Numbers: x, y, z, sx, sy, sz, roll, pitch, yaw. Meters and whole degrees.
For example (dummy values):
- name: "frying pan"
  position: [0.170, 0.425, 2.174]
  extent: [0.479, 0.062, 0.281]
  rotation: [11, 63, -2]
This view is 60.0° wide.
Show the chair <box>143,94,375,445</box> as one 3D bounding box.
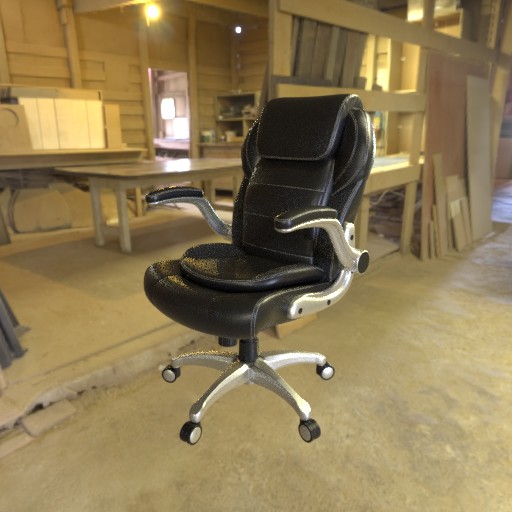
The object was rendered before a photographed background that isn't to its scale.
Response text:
- name: "chair"
  position: [0.000, 0.000, 1.629]
  extent: [0.724, 1.141, 0.801]
  rotation: [15, 22, 41]
